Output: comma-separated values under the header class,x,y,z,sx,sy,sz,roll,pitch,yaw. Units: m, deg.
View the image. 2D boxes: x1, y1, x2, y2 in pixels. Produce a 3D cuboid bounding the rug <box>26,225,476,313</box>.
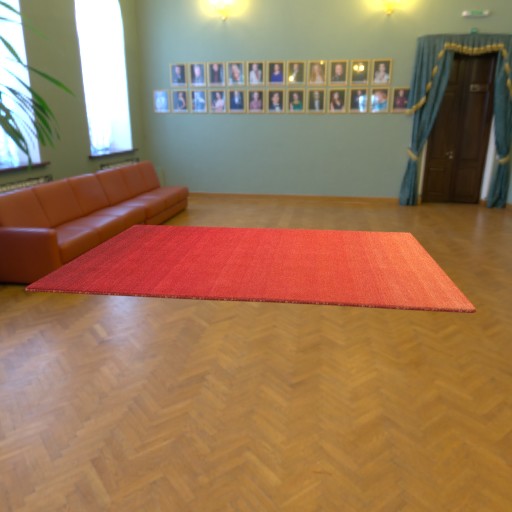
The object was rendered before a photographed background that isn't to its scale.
class,x,y,z,sx,sy,sz,roll,pitch,yaw
rug,0.000,0.000,2.359,1.835,0.018,1.230,2,17,7
